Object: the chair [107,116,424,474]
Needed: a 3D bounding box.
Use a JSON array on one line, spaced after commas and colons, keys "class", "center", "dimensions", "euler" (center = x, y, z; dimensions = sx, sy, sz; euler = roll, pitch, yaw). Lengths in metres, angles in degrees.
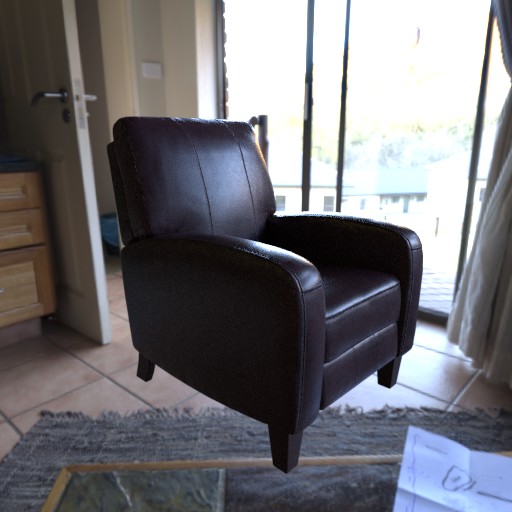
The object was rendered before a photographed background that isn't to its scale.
[{"class": "chair", "center": [0.000, 0.000, 1.633], "dimensions": [0.990, 0.990, 0.762], "euler": [14, 20, 42]}]
